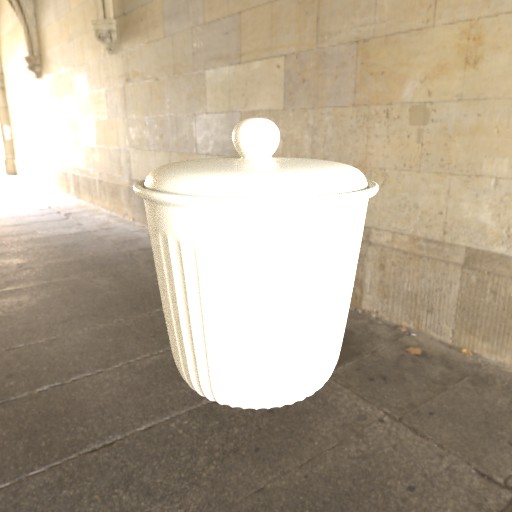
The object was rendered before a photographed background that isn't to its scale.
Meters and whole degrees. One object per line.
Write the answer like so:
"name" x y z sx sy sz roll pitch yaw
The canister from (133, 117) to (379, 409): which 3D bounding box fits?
"canister" 0.000 0.000 0.354 0.181 0.211 0.181 0 16 0
